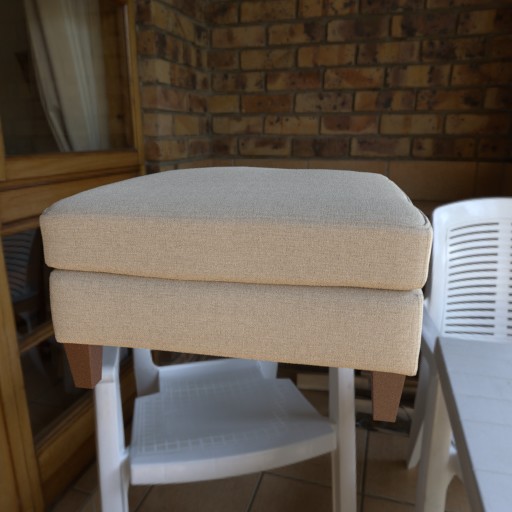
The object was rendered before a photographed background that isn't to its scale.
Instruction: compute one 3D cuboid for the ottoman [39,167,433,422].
[{"bbox_3d":[0.000,0.000,1.327,0.838,0.503,0.838,3,16,10],"label":"ottoman"}]
